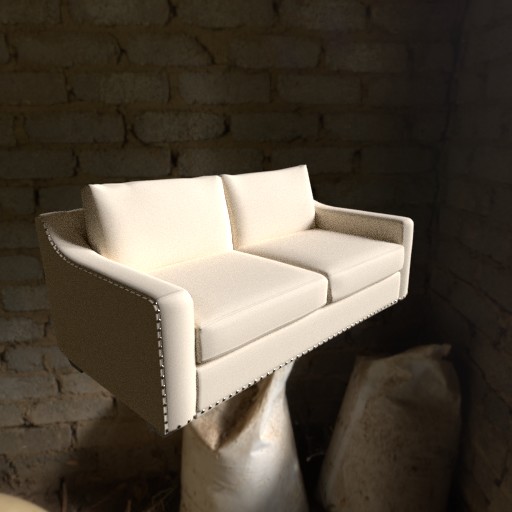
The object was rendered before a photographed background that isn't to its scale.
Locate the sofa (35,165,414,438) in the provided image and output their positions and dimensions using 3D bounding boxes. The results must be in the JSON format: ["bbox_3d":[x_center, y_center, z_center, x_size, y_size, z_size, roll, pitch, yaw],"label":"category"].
[{"bbox_3d":[0.000,0.000,2.319,0.949,0.830,1.812,15,22,42],"label":"sofa"}]
